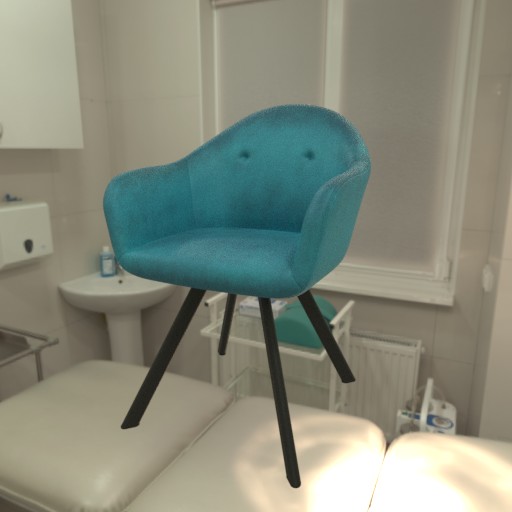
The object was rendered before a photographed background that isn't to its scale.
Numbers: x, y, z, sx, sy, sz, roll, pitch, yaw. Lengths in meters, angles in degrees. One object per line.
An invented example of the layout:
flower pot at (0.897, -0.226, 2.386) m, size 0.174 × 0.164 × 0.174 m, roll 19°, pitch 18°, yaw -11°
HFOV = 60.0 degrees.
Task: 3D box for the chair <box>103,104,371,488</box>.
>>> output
chair at (0.000, 0.000, 1.134) m, size 0.540 × 0.780 × 0.570 m, roll 6°, pitch 15°, yaw 25°
